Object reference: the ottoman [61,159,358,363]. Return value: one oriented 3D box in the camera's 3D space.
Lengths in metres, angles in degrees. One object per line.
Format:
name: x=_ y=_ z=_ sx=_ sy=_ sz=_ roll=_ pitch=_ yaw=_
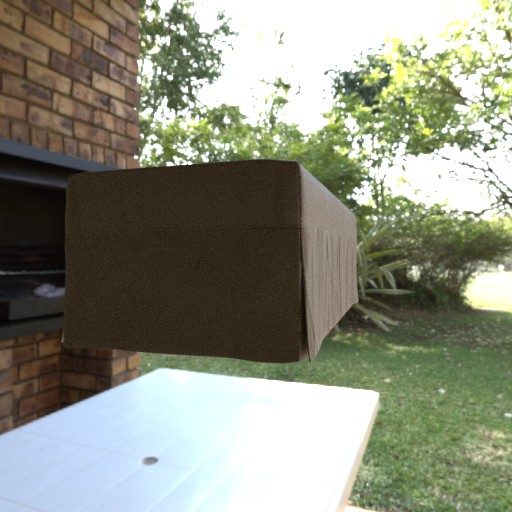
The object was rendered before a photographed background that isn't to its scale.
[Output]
ottoman: x=0.000 y=0.000 z=1.678 sx=0.665 sy=0.457 sz=1.388 roll=0 pitch=0 yaw=18
